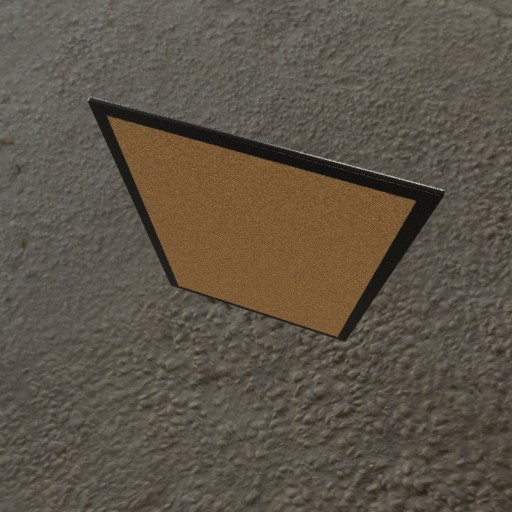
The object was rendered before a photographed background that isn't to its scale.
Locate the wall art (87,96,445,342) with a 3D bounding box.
[{"bbox_3d":[0.000,0.000,1.272,0.707,0.967,0.013,17,65,8],"label":"wall art"}]
